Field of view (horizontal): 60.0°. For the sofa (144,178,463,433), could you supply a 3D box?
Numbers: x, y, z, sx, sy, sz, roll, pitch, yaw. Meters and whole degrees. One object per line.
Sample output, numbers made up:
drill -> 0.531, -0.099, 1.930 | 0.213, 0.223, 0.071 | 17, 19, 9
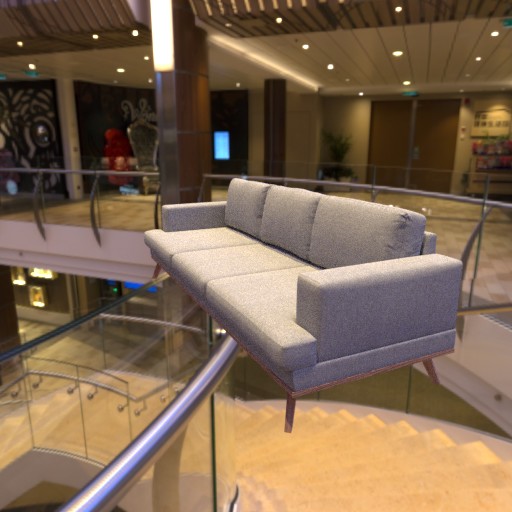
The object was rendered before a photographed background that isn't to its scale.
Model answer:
sofa -> 0.000, 0.000, 2.773 | 0.920, 0.810, 2.310 | -7, 16, -25
